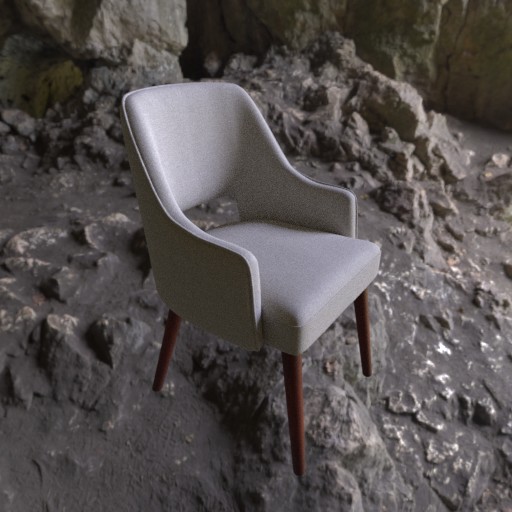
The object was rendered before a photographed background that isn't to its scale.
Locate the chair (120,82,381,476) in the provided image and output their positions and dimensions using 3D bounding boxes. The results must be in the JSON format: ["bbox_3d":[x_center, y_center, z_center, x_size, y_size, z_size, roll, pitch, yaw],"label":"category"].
[{"bbox_3d":[0.000,0.000,1.191,0.580,0.840,0.560,17,30,31],"label":"chair"}]
